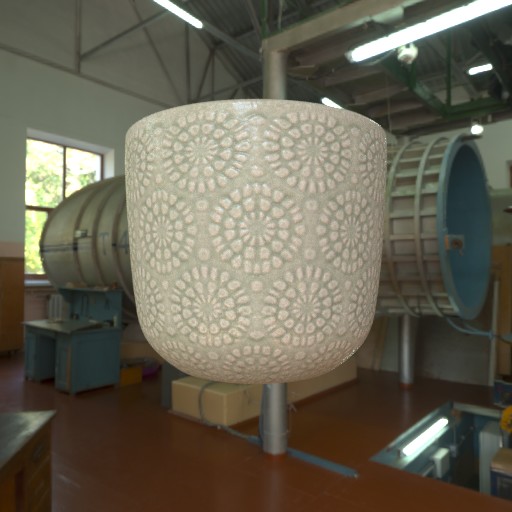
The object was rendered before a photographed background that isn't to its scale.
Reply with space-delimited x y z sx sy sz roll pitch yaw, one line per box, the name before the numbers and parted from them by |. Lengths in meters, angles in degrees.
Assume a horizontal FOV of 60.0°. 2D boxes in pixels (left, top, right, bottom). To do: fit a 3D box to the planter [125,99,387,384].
planter | 0.000 0.000 0.217 0.124 0.109 0.124 0 -2 0
